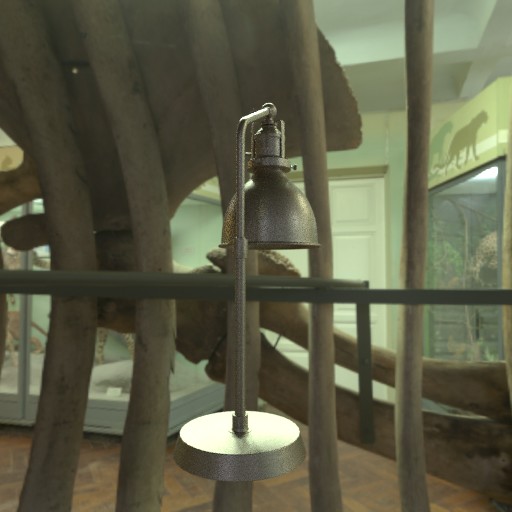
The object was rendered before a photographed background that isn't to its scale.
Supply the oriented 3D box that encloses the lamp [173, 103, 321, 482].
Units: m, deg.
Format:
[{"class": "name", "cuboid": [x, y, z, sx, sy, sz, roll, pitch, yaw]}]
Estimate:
[{"class": "lamp", "cuboid": [0.000, 0.000, 0.585, 0.153, 0.456, 0.286, -1, -2, 16]}]
